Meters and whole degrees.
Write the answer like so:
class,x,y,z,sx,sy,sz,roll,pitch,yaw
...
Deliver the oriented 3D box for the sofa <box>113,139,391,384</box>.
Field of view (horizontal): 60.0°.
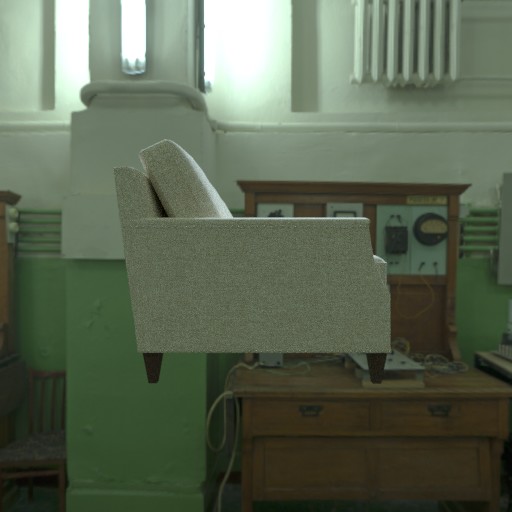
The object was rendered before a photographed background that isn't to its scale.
class,x,y,z,sx,sy,sz,roll,pitch,yaw
sofa,0.000,0.000,2.730,1.041,0.940,2.210,0,0,0
